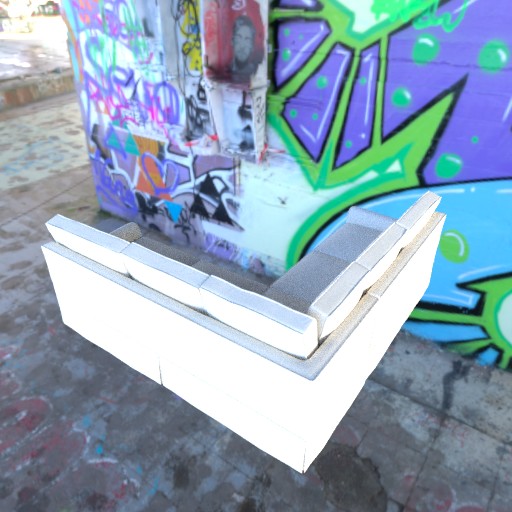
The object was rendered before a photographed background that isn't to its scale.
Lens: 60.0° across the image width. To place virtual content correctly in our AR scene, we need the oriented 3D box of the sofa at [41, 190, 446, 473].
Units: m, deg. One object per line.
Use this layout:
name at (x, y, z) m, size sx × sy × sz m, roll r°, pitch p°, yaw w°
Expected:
sofa at (0.000, 0.000, 4.065) m, size 2.597 × 1.070 × 2.591 m, roll 20°, pitch 37°, yaw 30°
